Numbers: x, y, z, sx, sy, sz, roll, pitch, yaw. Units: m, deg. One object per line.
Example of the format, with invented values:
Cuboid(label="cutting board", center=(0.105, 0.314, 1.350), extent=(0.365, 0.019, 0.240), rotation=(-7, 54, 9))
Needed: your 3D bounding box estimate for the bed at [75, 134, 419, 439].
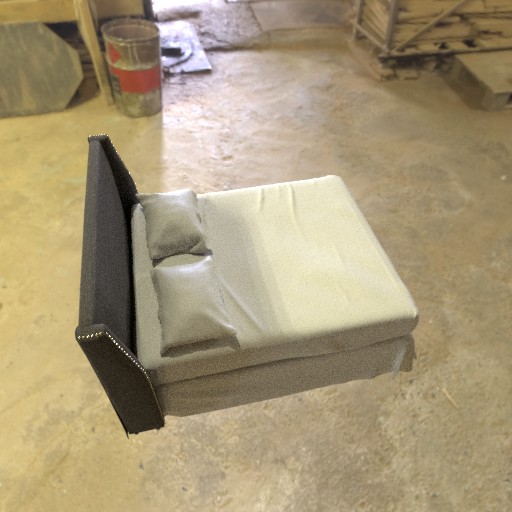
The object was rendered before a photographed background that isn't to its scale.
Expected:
Cuboid(label="bed", center=(0.000, 0.000, 3.451), extent=(2.276, 1.332, 1.925), rotation=(-9, 48, -8))
